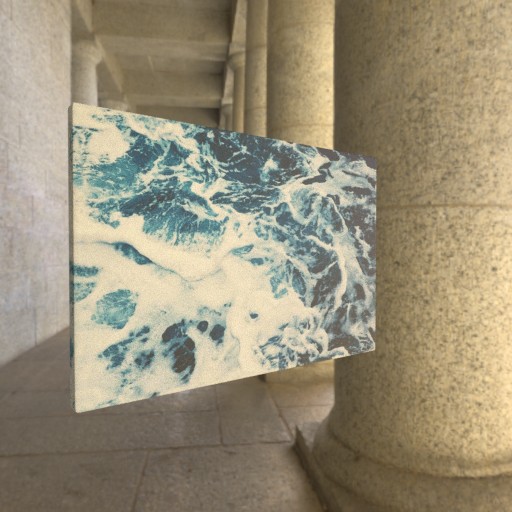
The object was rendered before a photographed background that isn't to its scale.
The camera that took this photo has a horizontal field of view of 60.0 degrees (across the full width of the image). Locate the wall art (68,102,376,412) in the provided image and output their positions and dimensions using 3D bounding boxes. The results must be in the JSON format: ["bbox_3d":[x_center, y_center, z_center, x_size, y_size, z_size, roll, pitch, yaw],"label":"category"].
[{"bbox_3d":[0.000,0.000,1.153,0.915,0.610,0.042,-1,1,-36],"label":"wall art"}]
